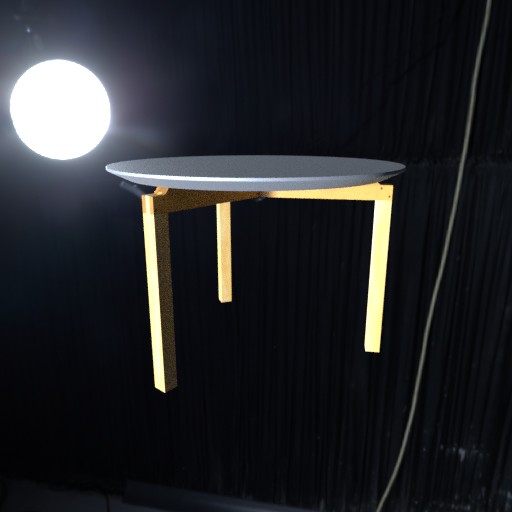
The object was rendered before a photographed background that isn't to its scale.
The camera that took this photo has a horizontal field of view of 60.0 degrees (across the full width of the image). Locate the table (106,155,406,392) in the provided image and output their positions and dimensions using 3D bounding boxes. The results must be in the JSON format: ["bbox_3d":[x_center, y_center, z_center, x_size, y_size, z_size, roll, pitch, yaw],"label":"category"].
[{"bbox_3d":[0.000,0.000,0.986,0.600,0.405,0.600,0,16,0],"label":"table"}]
